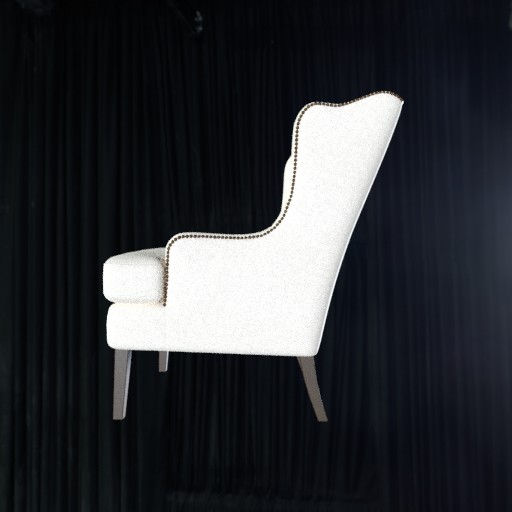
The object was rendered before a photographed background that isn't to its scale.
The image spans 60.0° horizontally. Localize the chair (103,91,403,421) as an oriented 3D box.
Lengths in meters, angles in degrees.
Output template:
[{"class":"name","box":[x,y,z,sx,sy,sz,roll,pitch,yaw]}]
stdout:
[{"class":"chair","box":[0.000,0.000,1.691,0.940,1.029,0.737,0,-1,1]}]
